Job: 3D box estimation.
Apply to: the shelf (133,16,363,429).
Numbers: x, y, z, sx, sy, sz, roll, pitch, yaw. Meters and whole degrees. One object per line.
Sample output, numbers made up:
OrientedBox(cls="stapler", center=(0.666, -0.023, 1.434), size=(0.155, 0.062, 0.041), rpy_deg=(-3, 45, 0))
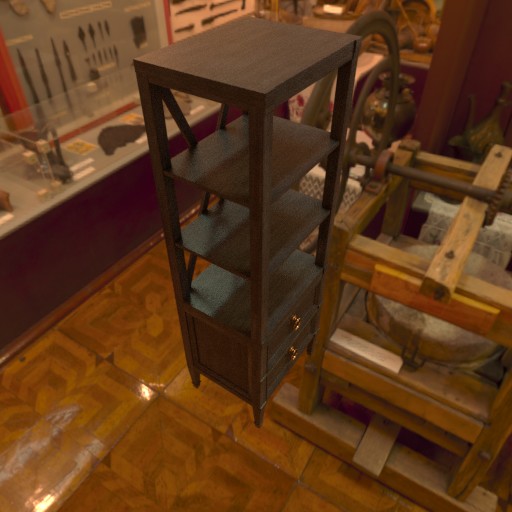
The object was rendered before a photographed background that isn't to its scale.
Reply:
OrientedBox(cls="shelf", center=(0.000, 0.000, 1.946), size=(0.472, 1.727, 0.584), rpy_deg=(24, 47, 25))
